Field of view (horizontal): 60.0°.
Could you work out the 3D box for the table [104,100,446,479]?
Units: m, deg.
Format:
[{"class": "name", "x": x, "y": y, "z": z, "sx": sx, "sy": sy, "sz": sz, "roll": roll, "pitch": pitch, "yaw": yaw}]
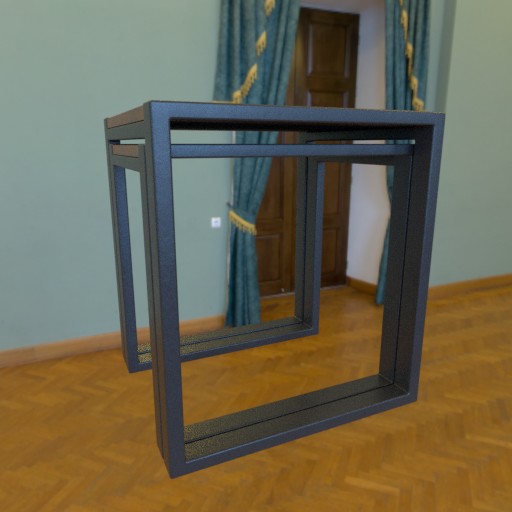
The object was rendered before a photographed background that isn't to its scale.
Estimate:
[{"class": "table", "x": 0.000, "y": 0.000, "z": 0.908, "sx": 0.500, "sy": 0.550, "sz": 0.449, "roll": -7, "pitch": 16, "yaw": -24}]
